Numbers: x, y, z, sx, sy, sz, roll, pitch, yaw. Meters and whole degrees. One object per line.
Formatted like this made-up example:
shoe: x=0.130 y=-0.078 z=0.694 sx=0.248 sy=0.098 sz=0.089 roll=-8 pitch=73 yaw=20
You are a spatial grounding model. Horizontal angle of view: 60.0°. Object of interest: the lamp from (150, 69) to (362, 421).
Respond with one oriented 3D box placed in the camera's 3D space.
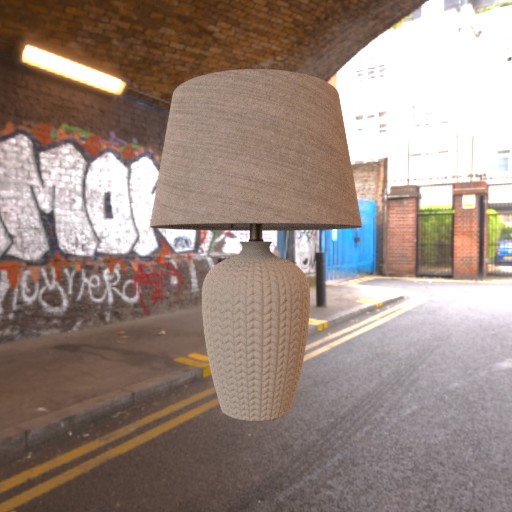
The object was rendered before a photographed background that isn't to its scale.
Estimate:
lamp: x=0.000 y=0.000 z=0.838 sx=0.390 sy=0.580 sz=0.390 roll=0 pitch=2 yaw=0
